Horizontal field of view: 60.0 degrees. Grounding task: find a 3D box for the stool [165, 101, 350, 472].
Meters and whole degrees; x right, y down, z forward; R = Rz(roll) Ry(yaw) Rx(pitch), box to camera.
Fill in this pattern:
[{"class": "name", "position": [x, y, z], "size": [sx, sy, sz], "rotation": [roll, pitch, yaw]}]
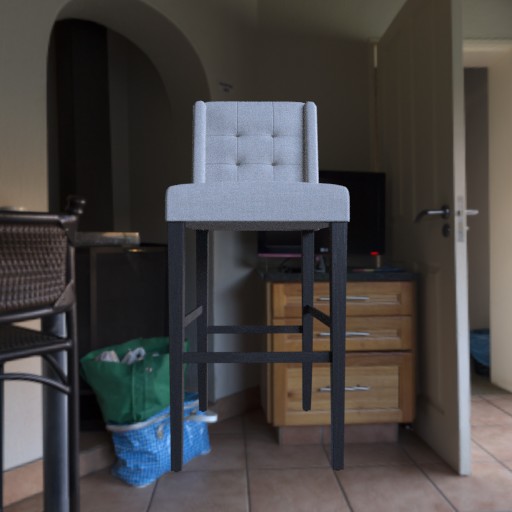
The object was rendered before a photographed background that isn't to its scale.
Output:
[{"class": "stool", "position": [0.000, 0.000, 1.383], "size": [0.474, 1.116, 0.509], "rotation": [0, 0, -1]}]
